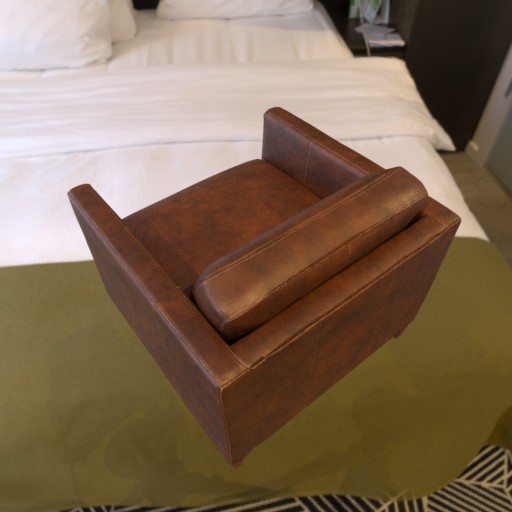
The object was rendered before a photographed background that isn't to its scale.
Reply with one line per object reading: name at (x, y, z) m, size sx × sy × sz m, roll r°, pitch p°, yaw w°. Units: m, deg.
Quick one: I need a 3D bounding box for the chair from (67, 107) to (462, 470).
chair at (0.000, 0.000, 1.712) m, size 0.990 × 0.864 × 0.975 m, roll -30°, pitch 54°, yaw -25°
